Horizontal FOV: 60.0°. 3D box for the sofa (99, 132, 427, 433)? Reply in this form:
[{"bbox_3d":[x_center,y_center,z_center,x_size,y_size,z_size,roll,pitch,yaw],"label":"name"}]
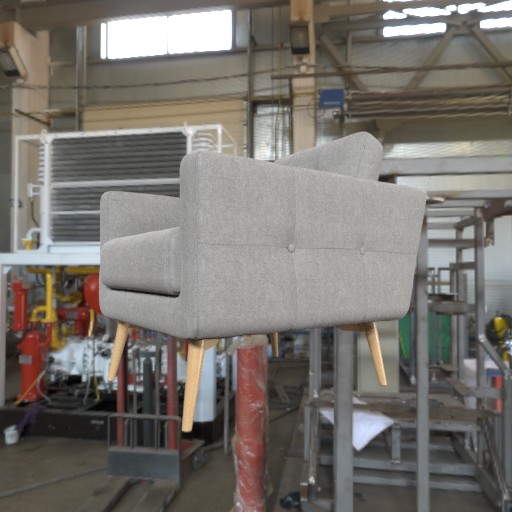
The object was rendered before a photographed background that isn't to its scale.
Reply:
[{"bbox_3d":[0.000,0.000,1.536,0.920,0.860,0.770,1,-2,-35],"label":"sofa"}]
